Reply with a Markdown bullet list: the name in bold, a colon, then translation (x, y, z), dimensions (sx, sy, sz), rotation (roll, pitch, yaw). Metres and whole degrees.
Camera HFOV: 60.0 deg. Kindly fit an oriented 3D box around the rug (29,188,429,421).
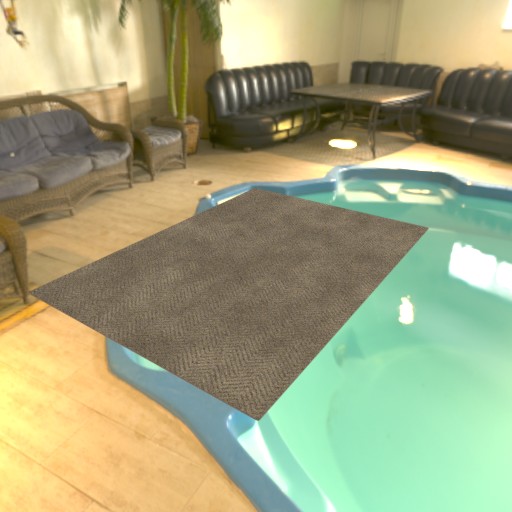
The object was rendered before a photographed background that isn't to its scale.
- **rug**: translation (0.000, 0.000, 2.922), dimensions (1.600, 0.008, 2.235), rotation (18, 32, 31)
